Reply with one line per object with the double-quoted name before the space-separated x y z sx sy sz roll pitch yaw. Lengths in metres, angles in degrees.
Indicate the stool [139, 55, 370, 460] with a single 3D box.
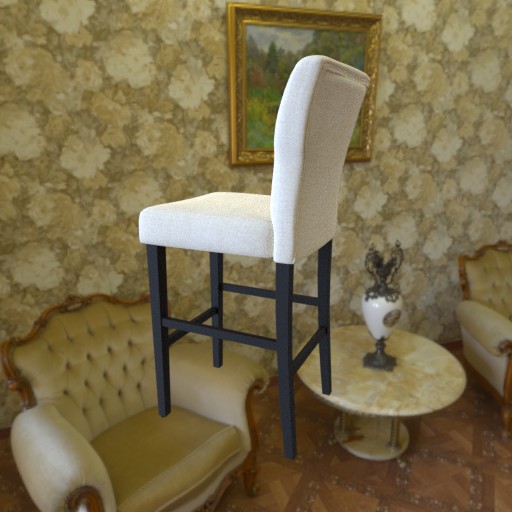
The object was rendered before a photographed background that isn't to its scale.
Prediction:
"stool" 0.000 0.000 1.453 0.603 1.124 0.516 7 17 24
